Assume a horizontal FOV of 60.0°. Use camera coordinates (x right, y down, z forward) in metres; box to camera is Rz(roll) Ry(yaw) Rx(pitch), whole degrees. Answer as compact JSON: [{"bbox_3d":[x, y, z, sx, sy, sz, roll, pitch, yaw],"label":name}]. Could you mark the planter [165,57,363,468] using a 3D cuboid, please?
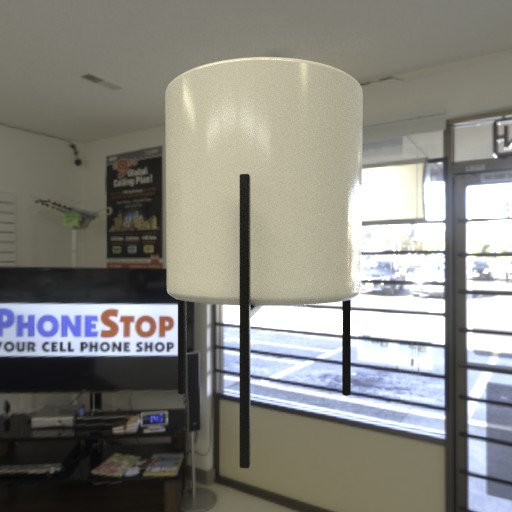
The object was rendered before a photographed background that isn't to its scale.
[{"bbox_3d":[0.000,0.000,0.507,0.239,0.356,0.239,0,0,35],"label":"planter"}]
